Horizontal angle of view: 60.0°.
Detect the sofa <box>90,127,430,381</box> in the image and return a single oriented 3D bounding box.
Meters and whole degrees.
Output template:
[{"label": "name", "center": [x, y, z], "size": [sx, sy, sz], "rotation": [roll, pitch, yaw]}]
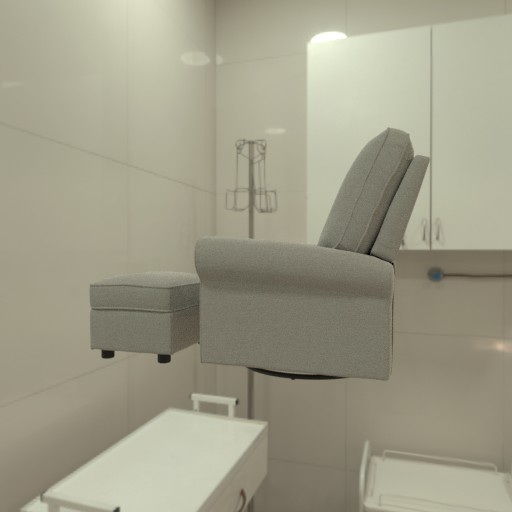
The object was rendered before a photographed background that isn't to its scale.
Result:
[{"label": "sofa", "center": [0.000, 0.000, 2.083], "size": [1.478, 0.959, 0.880], "rotation": [0, 0, 17]}]
